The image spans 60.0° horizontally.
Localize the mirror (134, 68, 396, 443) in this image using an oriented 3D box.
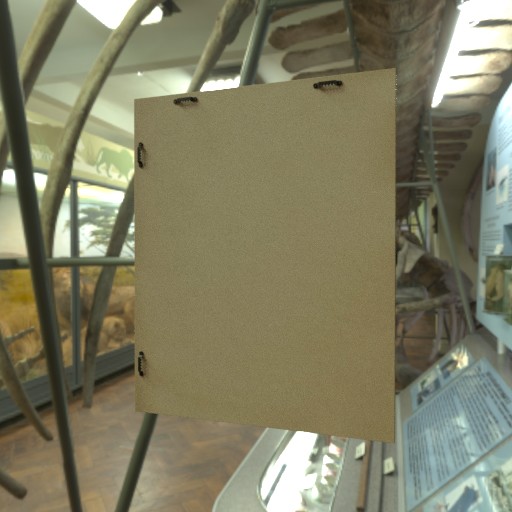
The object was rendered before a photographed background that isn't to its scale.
[{"bbox_3d":[0.000,0.000,0.674,0.405,0.508,0.041,0,1,18],"label":"mirror"}]
